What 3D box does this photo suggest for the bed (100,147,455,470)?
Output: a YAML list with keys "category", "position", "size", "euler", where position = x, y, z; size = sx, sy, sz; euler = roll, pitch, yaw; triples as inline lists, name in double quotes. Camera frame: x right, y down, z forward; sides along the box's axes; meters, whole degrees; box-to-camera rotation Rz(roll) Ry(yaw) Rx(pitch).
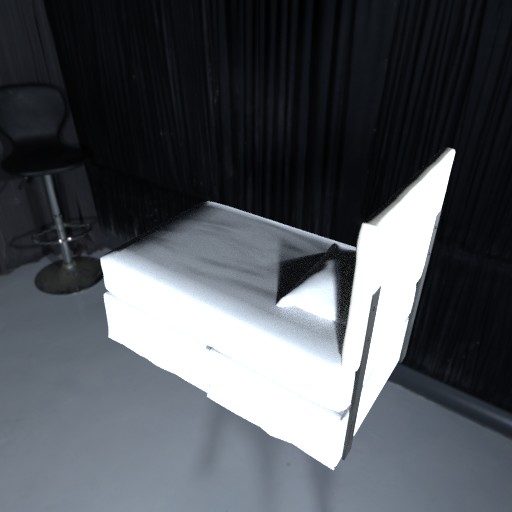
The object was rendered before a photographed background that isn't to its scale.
- category: "bed"
  position: [0.000, 0.000, 3.002]
  size: [1.997, 1.571, 1.261]
  euler: [21, 38, 29]
